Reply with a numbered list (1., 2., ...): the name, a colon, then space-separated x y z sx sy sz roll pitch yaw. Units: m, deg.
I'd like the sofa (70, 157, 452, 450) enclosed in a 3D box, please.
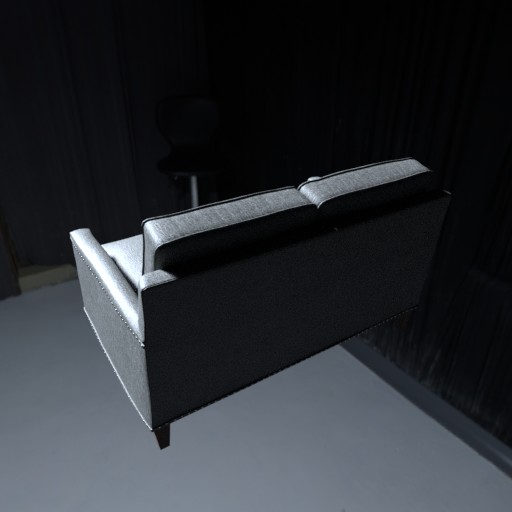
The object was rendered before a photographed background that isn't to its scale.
1. sofa: 0.000 0.000 2.263 1.597 1.003 1.084 -17 33 -28
